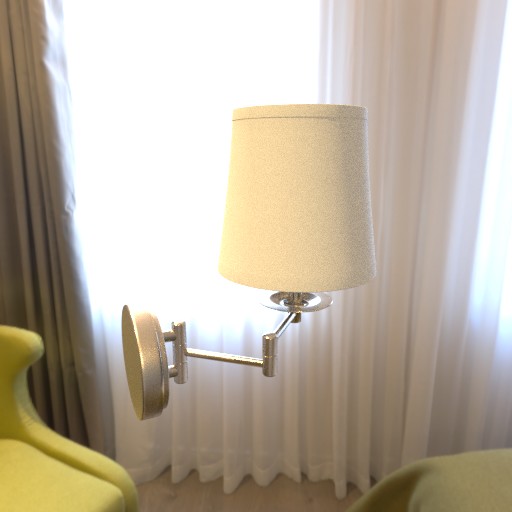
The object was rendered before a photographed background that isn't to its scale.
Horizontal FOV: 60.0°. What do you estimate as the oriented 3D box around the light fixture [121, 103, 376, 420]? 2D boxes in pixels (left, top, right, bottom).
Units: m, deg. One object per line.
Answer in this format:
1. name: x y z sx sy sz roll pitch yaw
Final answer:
1. light fixture: 0.000 0.000 0.601 0.348 0.381 0.223 -6 15 -25
